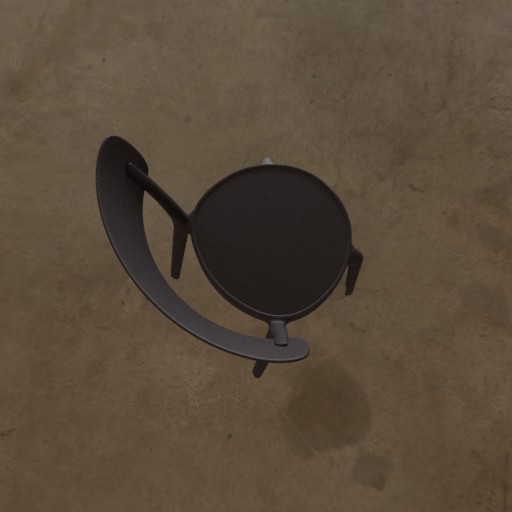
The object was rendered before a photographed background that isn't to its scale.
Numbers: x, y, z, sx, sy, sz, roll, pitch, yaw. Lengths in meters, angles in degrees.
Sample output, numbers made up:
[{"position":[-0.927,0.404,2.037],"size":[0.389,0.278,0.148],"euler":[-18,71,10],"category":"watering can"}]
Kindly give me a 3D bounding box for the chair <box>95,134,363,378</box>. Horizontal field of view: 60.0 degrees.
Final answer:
[{"position":[0.000,0.000,1.112],"size":[0.491,0.790,0.506],"euler":[-40,78,-10],"category":"chair"}]
